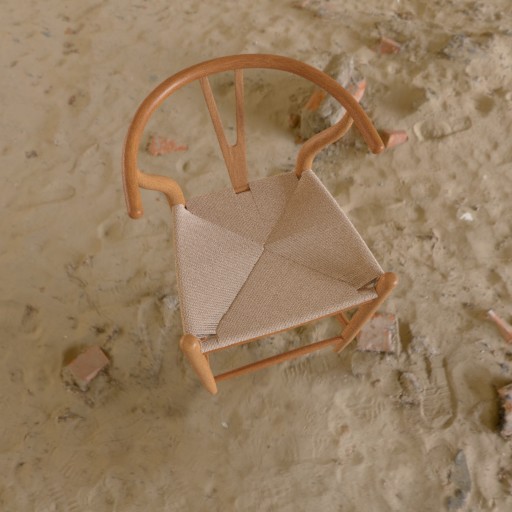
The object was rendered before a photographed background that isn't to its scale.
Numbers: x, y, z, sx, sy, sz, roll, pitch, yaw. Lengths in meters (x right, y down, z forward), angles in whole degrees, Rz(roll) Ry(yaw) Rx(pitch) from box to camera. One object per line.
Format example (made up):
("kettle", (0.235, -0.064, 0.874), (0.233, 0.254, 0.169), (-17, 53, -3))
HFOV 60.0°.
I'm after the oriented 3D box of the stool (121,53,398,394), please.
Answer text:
("stool", (0.000, 0.000, 1.333), (0.569, 0.970, 0.579), (-16, 64, -8))
